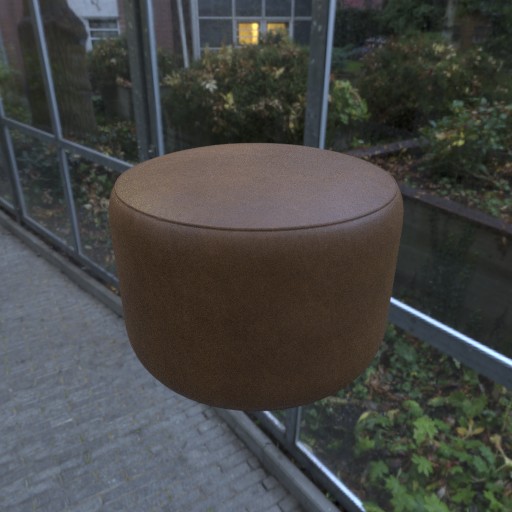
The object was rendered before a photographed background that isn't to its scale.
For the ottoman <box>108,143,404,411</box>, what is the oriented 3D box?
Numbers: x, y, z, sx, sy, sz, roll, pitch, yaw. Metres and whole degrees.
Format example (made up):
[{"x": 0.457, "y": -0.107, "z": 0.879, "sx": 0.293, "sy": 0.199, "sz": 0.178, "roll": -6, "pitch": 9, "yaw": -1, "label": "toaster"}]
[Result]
[{"x": 0.000, "y": 0.000, "z": 1.009, "sx": 0.607, "sy": 0.438, "sz": 0.607, "roll": 0, "pitch": 26, "yaw": 0, "label": "ottoman"}]
